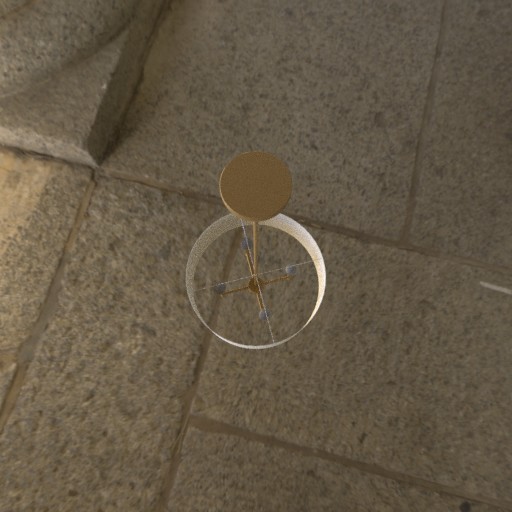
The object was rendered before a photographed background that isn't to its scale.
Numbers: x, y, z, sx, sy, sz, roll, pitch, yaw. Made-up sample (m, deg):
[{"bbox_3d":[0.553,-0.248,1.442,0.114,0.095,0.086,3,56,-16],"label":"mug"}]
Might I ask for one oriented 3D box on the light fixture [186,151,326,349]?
[{"bbox_3d":[0.000,0.000,1.341,0.508,1.067,0.508,0,75,0],"label":"light fixture"}]
